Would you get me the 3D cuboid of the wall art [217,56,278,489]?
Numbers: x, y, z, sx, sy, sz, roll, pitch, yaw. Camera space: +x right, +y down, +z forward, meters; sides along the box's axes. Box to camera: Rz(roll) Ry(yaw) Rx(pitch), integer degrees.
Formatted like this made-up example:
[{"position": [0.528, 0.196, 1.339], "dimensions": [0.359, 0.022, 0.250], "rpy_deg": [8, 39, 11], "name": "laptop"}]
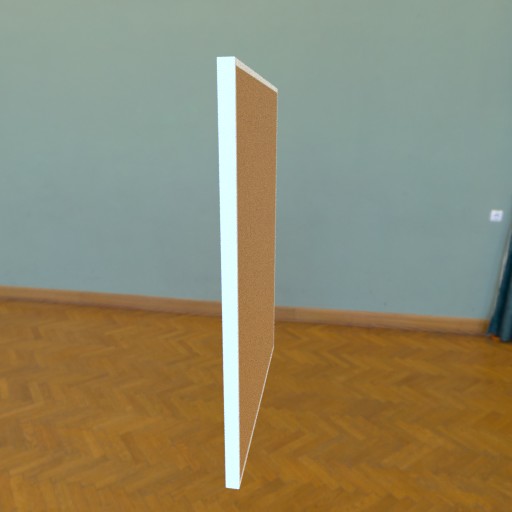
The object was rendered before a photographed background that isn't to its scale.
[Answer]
[{"position": [0.000, 0.000, 1.400], "dimensions": [0.039, 1.050, 0.795], "rpy_deg": [2, 16, 8], "name": "wall art"}]
